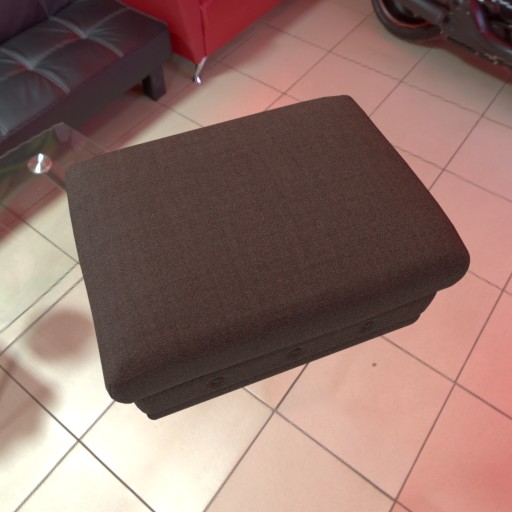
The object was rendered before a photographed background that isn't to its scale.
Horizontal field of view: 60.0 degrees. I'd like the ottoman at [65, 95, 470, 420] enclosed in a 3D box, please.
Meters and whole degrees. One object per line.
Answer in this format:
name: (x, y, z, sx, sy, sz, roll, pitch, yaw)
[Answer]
ottoman: (0.000, 0.000, 1.175, 0.809, 0.555, 0.599, -18, 60, -11)
